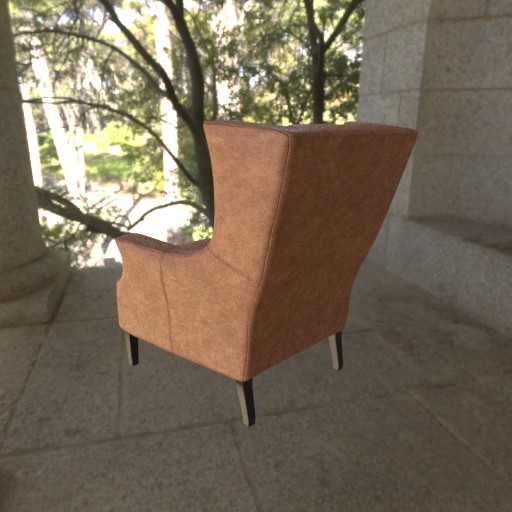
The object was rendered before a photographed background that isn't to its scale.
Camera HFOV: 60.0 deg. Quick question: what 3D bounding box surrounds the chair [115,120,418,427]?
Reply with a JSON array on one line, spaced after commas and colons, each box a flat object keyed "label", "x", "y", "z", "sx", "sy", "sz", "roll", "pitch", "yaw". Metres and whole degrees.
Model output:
[{"label": "chair", "x": 0.000, "y": 0.000, "z": 1.745, "sx": 0.853, "sy": 1.016, "sz": 0.926, "roll": -15, "pitch": 22, "yaw": -42}]
